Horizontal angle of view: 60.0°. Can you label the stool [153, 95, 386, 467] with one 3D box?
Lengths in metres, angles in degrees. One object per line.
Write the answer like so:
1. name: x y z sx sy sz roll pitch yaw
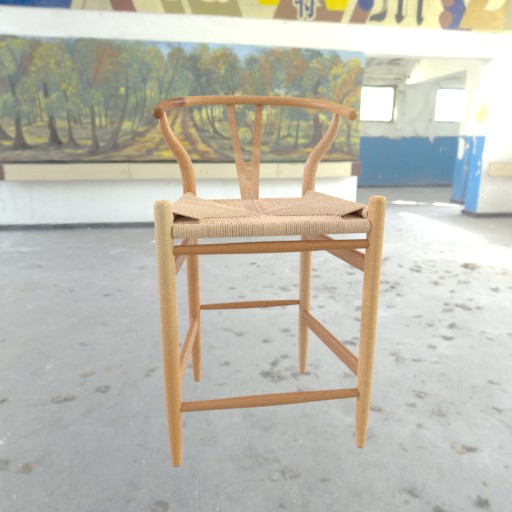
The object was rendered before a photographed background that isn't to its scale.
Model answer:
1. stool: 0.000 0.000 1.283 0.536 0.923 0.575 -2 15 -8
